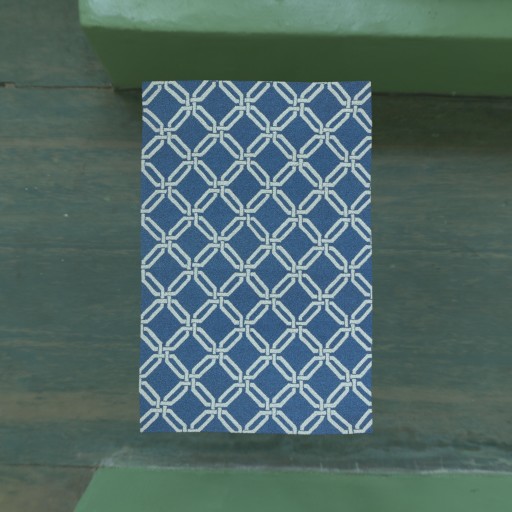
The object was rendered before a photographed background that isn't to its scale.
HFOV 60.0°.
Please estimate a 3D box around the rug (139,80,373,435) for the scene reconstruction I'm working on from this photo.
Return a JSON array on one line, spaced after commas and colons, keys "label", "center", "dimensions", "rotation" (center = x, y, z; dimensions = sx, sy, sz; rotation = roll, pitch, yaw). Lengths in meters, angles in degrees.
[{"label": "rug", "center": [0.000, 0.000, 2.195], "dimensions": [1.153, 0.010, 1.755], "rotation": [0, 89, 0]}]
